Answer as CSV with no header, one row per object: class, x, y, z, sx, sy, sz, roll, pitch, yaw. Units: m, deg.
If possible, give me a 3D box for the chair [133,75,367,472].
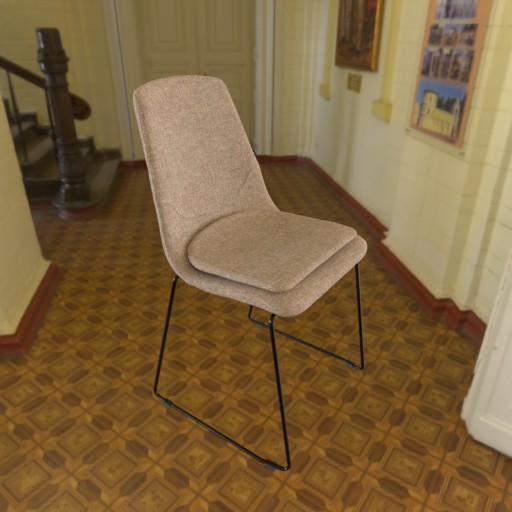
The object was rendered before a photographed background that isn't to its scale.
chair,0.000,0.000,1.169,0.518,0.858,0.479,18,32,31
